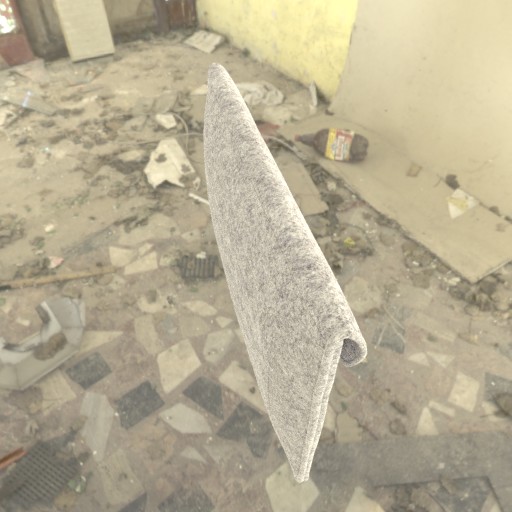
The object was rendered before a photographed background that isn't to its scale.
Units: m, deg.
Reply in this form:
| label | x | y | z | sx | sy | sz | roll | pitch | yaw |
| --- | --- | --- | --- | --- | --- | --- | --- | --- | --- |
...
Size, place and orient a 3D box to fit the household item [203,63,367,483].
| label | x | y | z | sx | sy | sz | roll | pitch | yaw |
| --- | --- | --- | --- | --- | --- | --- | --- | --- | --- |
| household item | 0.000 | 0.000 | 0.408 | 0.057 | 0.221 | 0.335 | -11 | 47 | -10 |
